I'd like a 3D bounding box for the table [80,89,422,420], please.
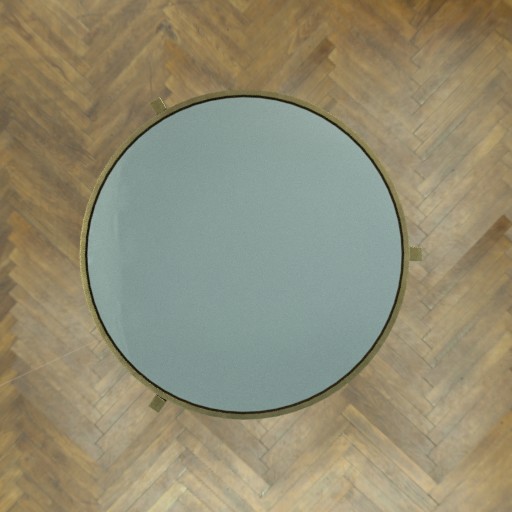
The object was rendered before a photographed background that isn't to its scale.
[{"bbox_3d":[0.000,0.000,0.445,0.243,0.269,0.231,0,89,1],"label":"table"}]
